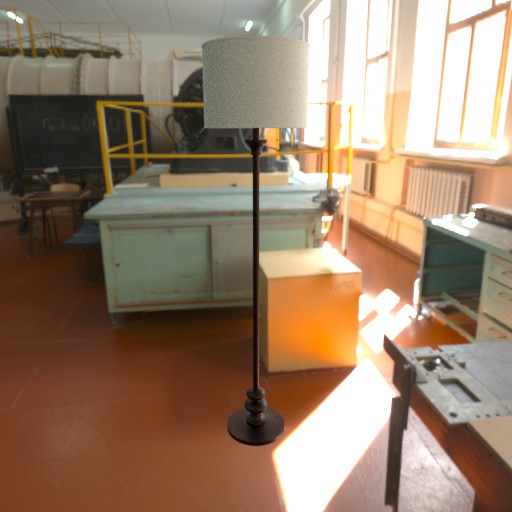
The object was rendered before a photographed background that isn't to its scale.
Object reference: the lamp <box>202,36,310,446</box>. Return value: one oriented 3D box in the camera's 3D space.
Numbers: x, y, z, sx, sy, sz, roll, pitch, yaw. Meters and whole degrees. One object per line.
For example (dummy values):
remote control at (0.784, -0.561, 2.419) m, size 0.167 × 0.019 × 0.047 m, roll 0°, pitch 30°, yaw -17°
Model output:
lamp at (0.000, 0.000, 1.657) m, size 0.356 × 1.487 × 0.356 m, roll 8°, pitch 18°, yaw 26°
